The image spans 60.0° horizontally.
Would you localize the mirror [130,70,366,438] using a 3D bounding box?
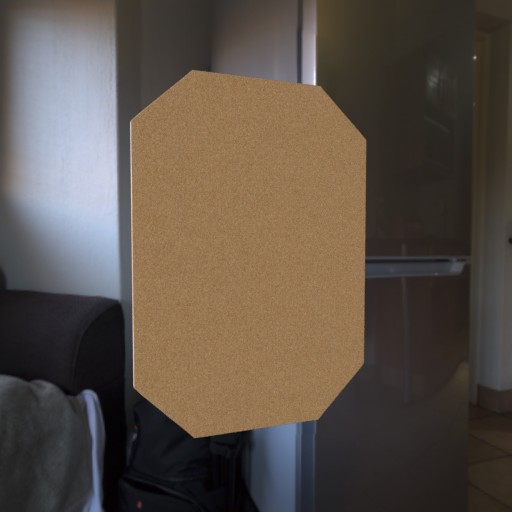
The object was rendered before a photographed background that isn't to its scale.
[{"bbox_3d":[0.000,0.000,1.312,0.709,1.015,0.061,-1,3,-19],"label":"mirror"}]
